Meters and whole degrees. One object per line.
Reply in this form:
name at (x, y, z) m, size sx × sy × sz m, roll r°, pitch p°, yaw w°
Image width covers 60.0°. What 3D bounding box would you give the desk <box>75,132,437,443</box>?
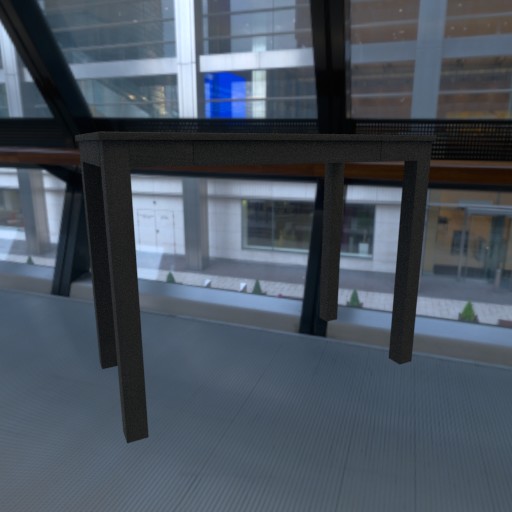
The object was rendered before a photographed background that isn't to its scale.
desk at (0.000, 0.000, 1.452) m, size 0.991 × 0.762 × 0.499 m, roll -7°, pitch 16°, yaw -26°
